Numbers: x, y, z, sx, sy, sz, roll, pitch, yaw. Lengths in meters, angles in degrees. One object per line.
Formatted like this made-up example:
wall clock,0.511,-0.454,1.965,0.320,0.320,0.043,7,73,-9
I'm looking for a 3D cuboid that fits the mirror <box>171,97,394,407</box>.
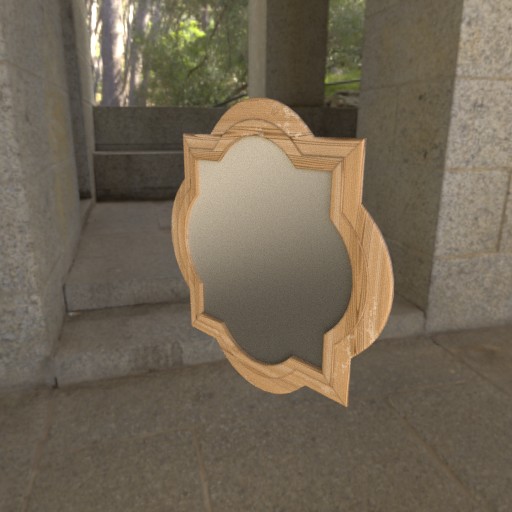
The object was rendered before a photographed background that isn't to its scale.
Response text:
mirror,0.000,0.000,1.042,0.019,0.686,0.686,-15,23,-42
